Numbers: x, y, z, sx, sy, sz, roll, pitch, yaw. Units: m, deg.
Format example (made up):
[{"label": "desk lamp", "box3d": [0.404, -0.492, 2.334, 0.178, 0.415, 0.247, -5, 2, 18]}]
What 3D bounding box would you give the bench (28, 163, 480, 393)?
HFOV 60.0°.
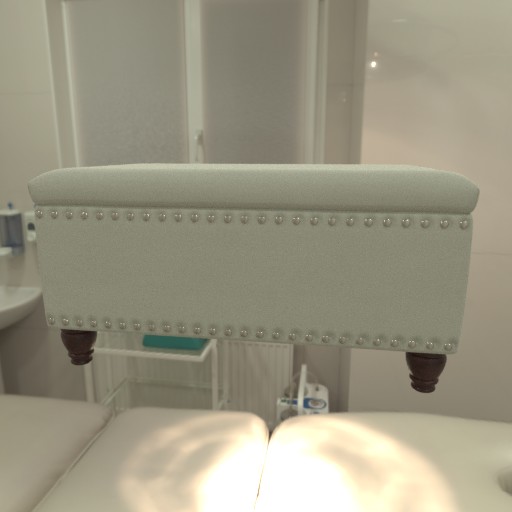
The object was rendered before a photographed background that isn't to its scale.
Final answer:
[{"label": "bench", "box3d": [0.000, 0.000, 1.129, 0.887, 0.449, 0.500, 2, 13, 9]}]
